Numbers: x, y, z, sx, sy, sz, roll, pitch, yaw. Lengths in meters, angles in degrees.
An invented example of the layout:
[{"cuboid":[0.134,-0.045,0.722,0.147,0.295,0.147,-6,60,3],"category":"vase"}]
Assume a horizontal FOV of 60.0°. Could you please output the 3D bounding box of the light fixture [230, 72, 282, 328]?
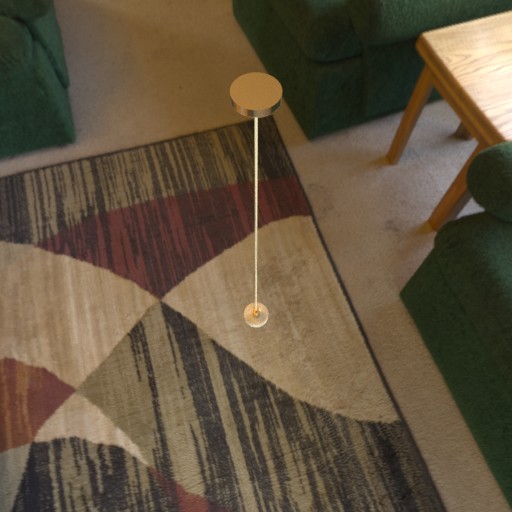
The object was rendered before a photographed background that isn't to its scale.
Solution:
[{"cuboid":[0.000,0.000,1.758,0.129,1.669,0.129,-33,68,-15],"category":"light fixture"}]
